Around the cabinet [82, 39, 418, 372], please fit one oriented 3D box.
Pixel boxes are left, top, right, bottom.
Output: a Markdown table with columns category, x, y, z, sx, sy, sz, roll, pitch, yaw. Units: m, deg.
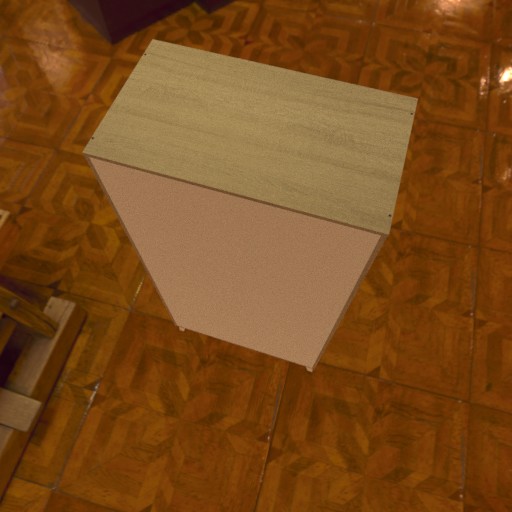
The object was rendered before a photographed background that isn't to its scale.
| category | x | y | z | sx | sy | sz | roll | pitch | yaw |
| --- | --- | --- | --- | --- | --- | --- | --- | --- | --- |
| cabinet | 0.000 | 0.000 | 2.391 | 1.006 | 1.999 | 0.571 | 16 | 65 | 8 |
